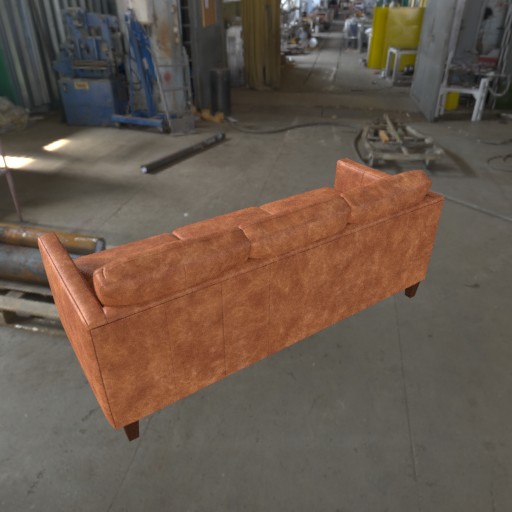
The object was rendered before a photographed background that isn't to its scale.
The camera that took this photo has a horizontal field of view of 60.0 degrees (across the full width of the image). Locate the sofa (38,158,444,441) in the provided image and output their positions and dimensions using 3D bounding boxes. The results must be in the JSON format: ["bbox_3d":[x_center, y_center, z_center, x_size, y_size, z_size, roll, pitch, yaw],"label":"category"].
[{"bbox_3d":[0.000,0.000,2.970,2.464,1.006,1.045,-19,36,-29],"label":"sofa"}]
